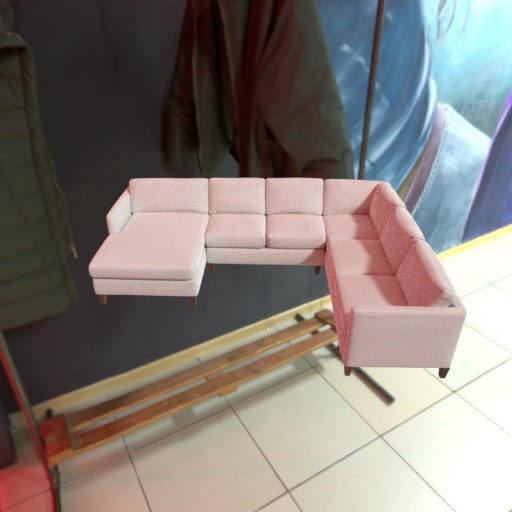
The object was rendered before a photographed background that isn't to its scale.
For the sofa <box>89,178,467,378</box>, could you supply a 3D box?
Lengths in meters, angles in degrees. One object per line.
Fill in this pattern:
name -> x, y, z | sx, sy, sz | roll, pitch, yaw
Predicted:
sofa -> 0.000, 0.000, 4.737 | 3.459, 0.956, 2.593 | 1, 31, 2
